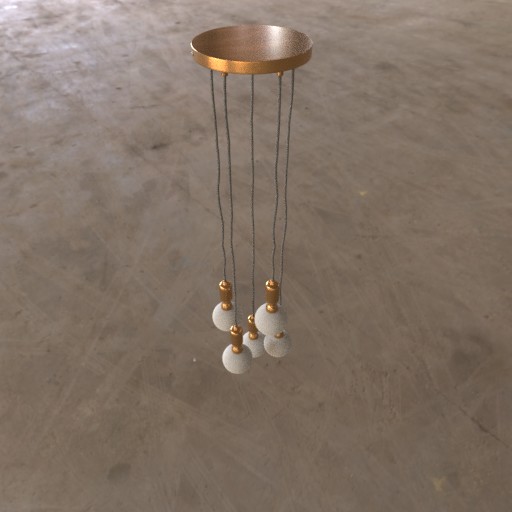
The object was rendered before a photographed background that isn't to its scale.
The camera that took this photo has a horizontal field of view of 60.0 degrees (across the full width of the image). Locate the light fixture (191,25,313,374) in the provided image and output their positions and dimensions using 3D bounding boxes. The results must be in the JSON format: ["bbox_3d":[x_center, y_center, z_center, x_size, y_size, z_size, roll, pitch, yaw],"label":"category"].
[{"bbox_3d":[0.000,0.000,0.504,0.105,0.457,0.108,-13,43,-14],"label":"light fixture"}]
